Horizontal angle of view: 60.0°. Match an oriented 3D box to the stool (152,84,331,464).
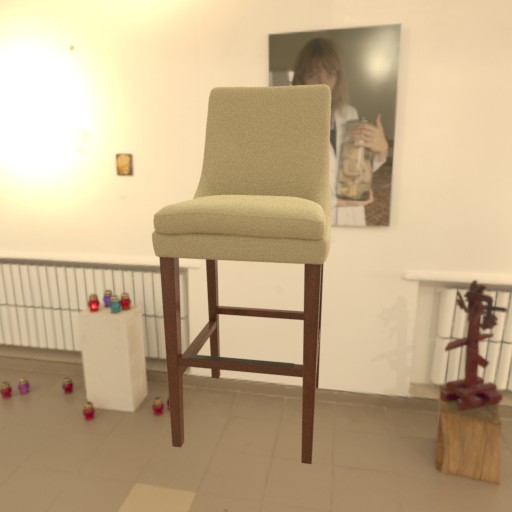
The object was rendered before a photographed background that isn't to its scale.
[{"bbox_3d":[0.000,0.000,1.412,0.470,1.078,0.577,3,14,10],"label":"stool"}]
